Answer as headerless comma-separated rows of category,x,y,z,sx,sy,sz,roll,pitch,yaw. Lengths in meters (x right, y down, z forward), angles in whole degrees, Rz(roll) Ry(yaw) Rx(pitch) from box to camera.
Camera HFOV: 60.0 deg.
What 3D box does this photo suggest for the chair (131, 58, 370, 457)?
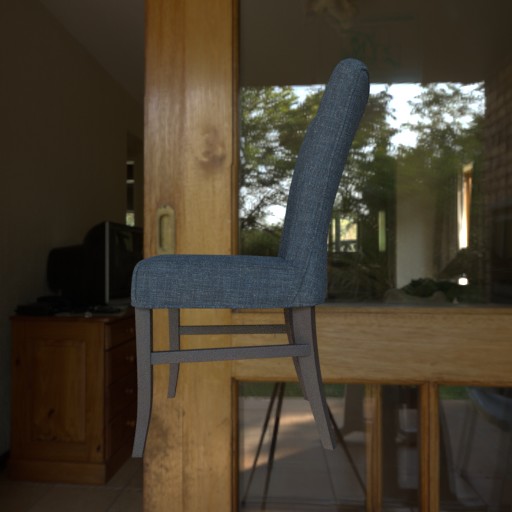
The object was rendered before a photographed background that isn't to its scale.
chair,0.000,0.000,1.338,0.660,0.991,0.520,0,-1,-1
